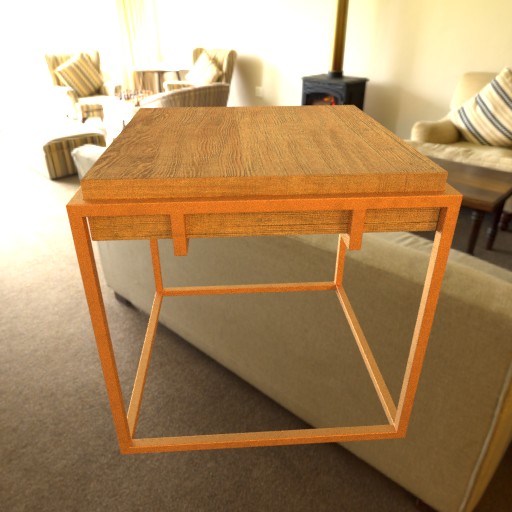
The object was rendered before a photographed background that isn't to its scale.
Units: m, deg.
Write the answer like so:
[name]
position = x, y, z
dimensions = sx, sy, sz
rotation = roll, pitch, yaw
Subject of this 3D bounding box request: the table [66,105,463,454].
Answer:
[table]
position = 0.000, 0.000, 1.053
dimensions = 0.599, 0.584, 0.599
rotation = -2, 29, -3
